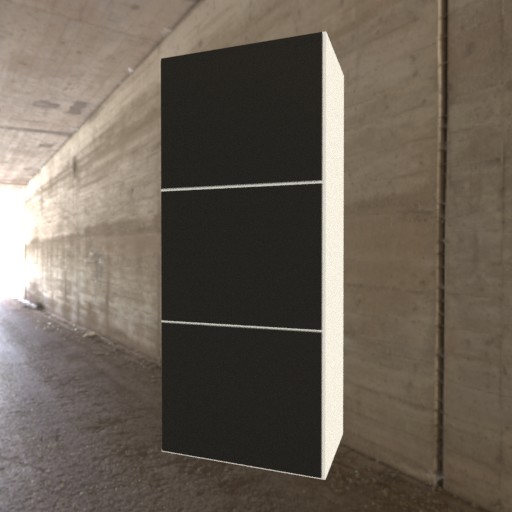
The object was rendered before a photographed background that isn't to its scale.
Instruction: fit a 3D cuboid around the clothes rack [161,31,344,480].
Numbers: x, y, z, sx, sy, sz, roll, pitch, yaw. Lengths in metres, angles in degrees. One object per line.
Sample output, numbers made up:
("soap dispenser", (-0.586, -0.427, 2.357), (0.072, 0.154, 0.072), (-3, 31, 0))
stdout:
("clothes rack", (0.000, 0.000, 1.400), (0.500, 1.187, 0.330), (0, 1, 20))
